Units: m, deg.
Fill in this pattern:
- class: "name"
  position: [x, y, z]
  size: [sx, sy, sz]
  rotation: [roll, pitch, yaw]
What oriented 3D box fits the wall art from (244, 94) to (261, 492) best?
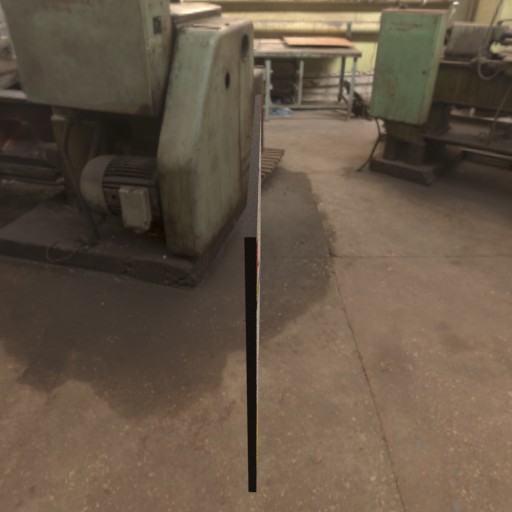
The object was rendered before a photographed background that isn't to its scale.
- class: "wall art"
  position: [0.000, 0.000, 0.855]
  size: [0.013, 0.458, 0.664]
  rotation: [1, 32, 1]
